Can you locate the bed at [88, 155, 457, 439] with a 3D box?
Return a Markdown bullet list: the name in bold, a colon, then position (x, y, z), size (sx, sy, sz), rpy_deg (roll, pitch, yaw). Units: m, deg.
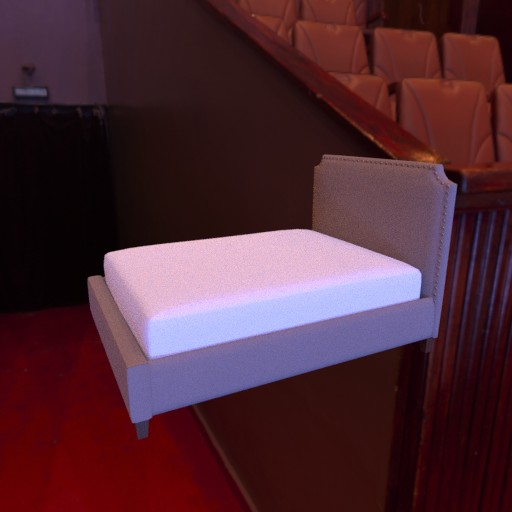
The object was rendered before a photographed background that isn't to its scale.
- **bed**: position (0.000, 0.000, 3.491), size (2.372, 1.443, 1.713), rpy_deg (-8, 18, -26)
